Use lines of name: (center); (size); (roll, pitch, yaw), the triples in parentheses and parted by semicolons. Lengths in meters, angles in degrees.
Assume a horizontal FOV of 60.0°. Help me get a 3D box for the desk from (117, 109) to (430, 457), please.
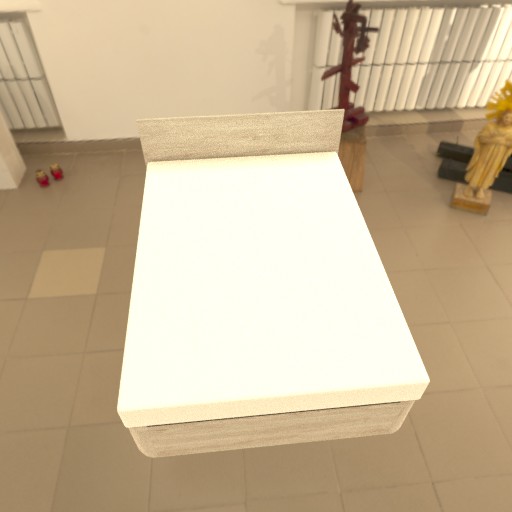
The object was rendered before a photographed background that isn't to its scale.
desk: (0.000, 0.000, 2.611); (1.400, 0.800, 1.900); (-4, 46, -4)
